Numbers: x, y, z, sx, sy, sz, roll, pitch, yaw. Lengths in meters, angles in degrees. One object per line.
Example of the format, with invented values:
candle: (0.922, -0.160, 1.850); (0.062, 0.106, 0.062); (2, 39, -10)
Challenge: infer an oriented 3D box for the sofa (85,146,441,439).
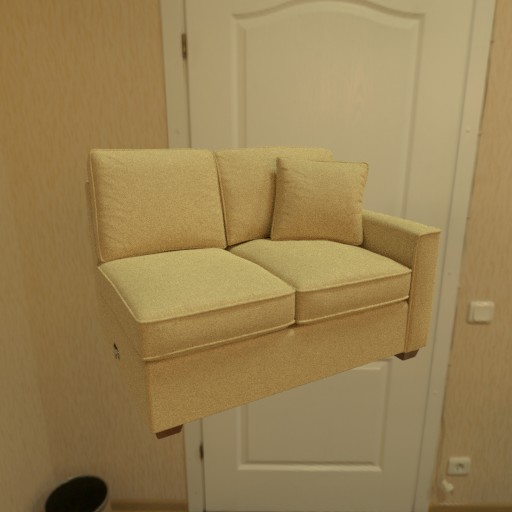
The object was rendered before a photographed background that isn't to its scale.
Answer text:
sofa: (0.000, 0.000, 2.101); (1.388, 0.989, 0.991); (-8, 18, -27)
